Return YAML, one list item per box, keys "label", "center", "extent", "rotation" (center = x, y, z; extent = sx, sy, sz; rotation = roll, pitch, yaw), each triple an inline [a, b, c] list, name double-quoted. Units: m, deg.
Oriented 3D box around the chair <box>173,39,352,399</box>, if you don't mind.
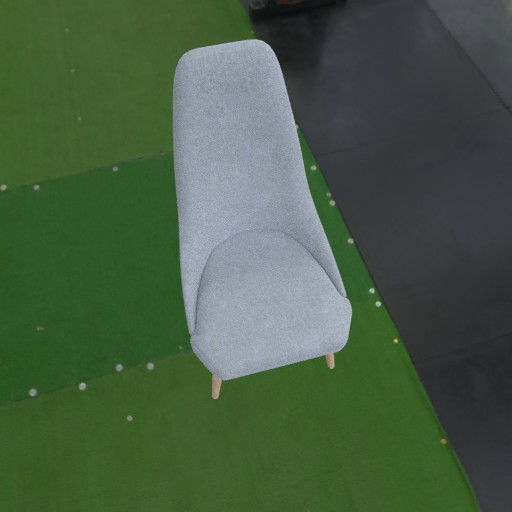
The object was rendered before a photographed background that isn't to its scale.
- label: "chair"
  center: [0.000, 0.000, 1.395]
  extent: [0.510, 1.040, 0.660]
  rotation: [-13, 63, -7]
